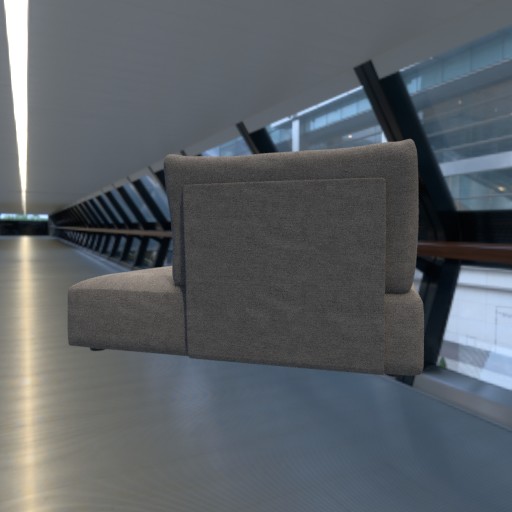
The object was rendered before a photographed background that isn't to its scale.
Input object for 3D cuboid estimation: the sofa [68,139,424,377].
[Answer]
[{"bbox_3d":[0.000,0.000,2.098,1.450,0.820,1.002,1,3,17],"label":"sofa"}]
